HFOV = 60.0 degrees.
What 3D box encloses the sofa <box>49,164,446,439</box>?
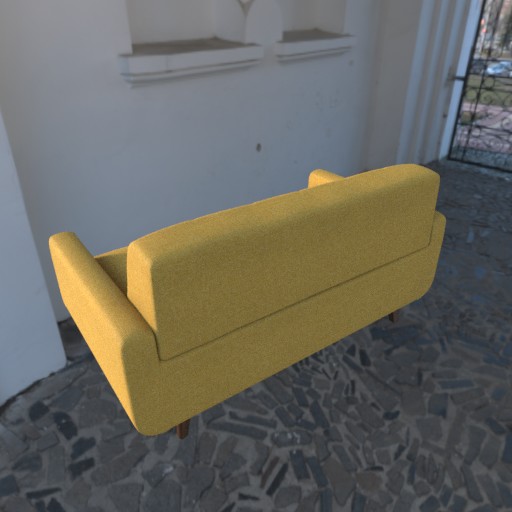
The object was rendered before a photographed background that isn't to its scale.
[{"bbox_3d":[0.000,0.000,2.111,1.631,0.841,0.909,-19,34,-30],"label":"sofa"}]
